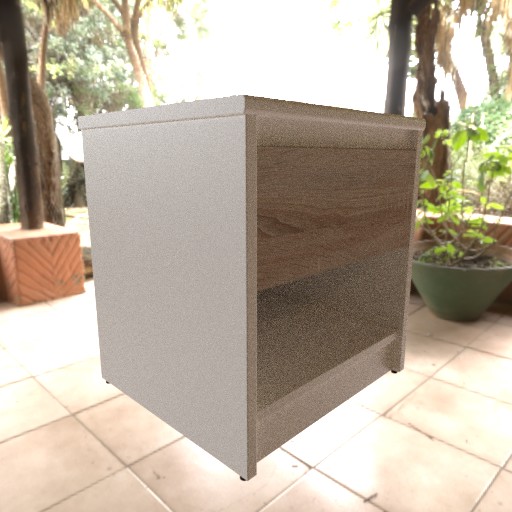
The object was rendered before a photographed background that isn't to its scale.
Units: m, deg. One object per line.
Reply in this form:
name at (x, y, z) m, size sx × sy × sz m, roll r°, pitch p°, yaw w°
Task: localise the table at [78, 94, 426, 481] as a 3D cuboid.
table at (0.000, 0.000, 0.769) m, size 0.380 × 0.460 × 0.420 m, roll 12°, pitch 17°, yaw 43°
